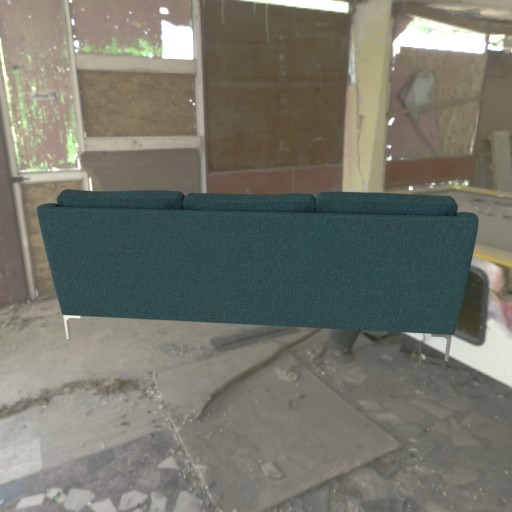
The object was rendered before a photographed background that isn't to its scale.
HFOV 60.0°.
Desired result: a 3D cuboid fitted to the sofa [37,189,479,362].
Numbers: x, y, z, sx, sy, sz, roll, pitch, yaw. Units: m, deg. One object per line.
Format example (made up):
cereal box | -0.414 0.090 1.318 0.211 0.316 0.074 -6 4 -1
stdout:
sofa | 0.000 0.000 2.507 2.060 0.837 0.849 2 17 6
